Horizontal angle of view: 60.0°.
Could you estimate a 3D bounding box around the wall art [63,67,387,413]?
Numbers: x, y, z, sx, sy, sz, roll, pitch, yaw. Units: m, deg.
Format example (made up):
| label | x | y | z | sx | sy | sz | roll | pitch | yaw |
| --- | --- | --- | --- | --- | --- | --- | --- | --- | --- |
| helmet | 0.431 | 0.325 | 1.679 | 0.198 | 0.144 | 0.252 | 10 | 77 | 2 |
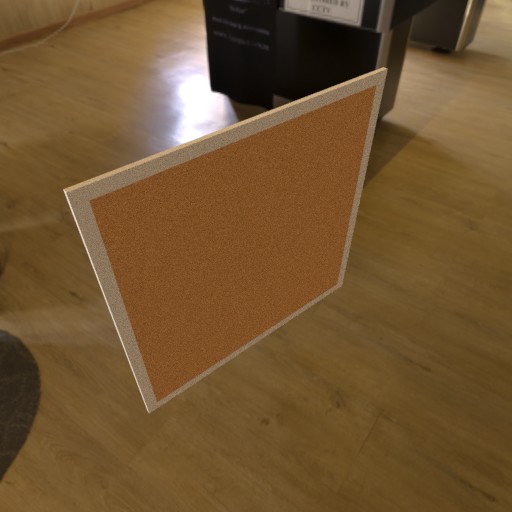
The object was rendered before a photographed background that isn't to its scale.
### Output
| label | x | y | z | sx | sy | sz | roll | pitch | yaw |
| --- | --- | --- | --- | --- | --- | --- | --- | --- | --- |
| wall art | 0.000 | 0.000 | 0.829 | 0.558 | 0.559 | 0.009 | -29 | 52 | -26 |
